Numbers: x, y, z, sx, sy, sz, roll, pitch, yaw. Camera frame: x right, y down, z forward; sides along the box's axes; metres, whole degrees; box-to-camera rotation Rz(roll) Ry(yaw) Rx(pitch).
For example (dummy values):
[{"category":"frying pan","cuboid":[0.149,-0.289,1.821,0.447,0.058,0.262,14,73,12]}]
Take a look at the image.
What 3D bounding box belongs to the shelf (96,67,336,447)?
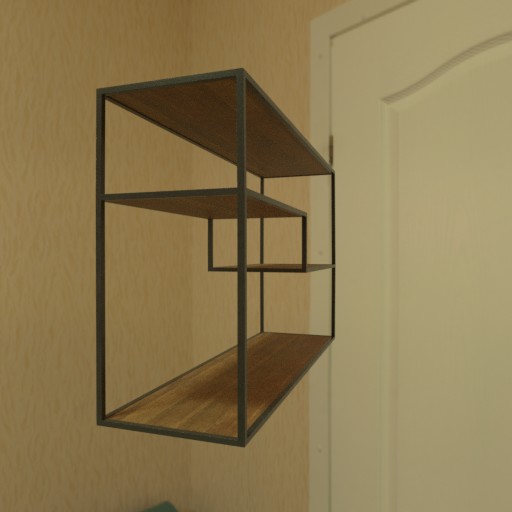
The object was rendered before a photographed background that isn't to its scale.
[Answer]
[{"category":"shelf","cuboid":[0.000,0.000,1.517,0.361,0.765,1.201,0,0,19]}]
